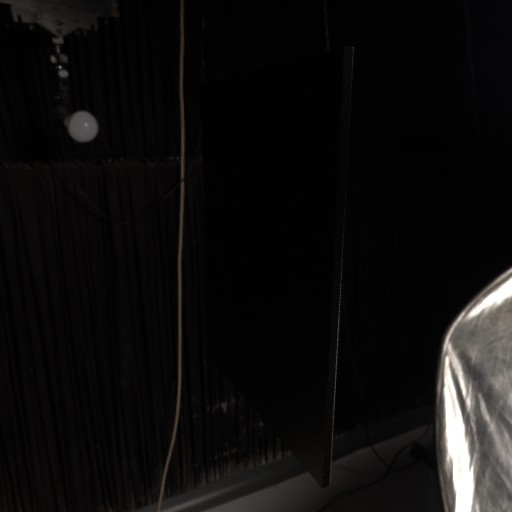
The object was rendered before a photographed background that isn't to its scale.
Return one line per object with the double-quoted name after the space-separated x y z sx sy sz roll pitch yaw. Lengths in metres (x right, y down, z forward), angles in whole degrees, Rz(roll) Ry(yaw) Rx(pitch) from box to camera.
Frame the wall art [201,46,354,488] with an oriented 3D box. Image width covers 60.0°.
0.000 0.000 0.751 0.013 0.582 0.442 -8 17 -26 "wall art"
